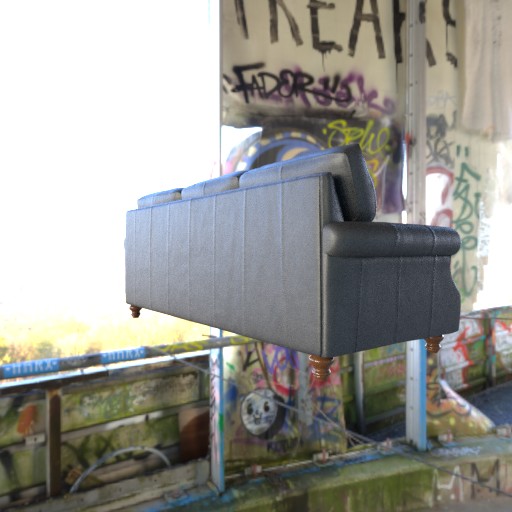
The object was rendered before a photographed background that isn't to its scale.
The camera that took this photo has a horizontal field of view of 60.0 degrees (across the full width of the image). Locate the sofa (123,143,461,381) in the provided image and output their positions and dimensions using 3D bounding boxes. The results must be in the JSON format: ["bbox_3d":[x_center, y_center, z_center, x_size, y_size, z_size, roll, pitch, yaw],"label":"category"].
[{"bbox_3d":[0.000,0.000,2.854,0.974,0.977,2.387,-1,1,-36],"label":"sofa"}]
